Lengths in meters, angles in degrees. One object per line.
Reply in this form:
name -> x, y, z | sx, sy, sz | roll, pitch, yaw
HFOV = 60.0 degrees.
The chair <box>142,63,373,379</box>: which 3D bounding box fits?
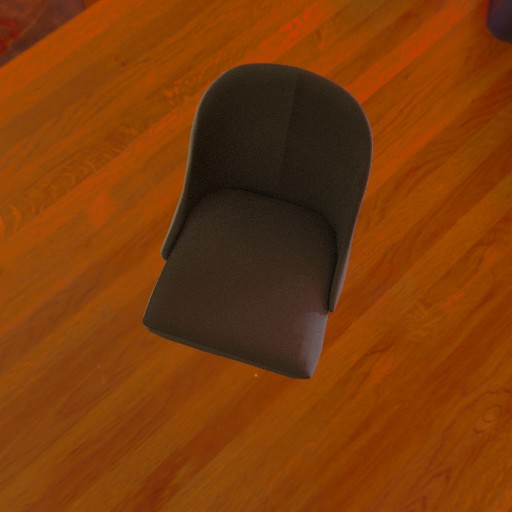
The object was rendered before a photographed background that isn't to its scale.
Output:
chair -> 0.000, 0.000, 1.255 | 0.503, 0.882, 0.589 | 17, 76, 5
